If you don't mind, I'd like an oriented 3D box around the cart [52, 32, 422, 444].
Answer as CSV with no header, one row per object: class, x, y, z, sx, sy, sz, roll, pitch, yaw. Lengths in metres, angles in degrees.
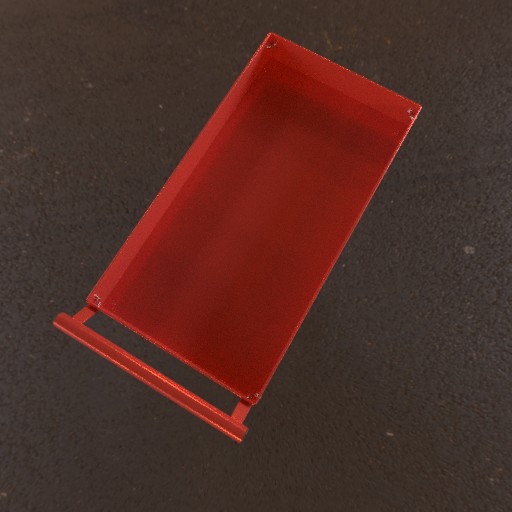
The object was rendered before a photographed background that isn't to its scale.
cart,0.000,0.000,1.161,0.366,0.780,0.719,30,77,7
